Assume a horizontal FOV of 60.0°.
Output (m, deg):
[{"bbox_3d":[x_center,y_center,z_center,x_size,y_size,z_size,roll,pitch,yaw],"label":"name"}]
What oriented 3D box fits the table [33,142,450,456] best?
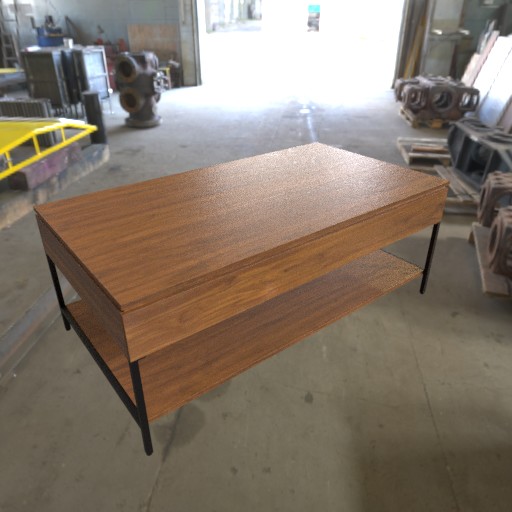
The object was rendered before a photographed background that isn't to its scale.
[{"bbox_3d":[0.000,0.000,1.366,1.057,0.414,0.574,-21,35,-33],"label":"table"}]
